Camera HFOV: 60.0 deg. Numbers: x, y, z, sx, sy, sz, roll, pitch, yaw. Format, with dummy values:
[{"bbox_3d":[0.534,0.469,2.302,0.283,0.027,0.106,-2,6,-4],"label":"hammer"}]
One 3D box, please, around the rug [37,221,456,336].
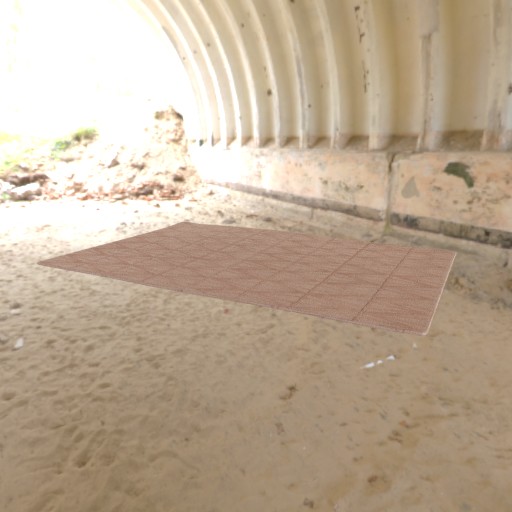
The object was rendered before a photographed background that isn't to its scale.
[{"bbox_3d":[0.000,0.000,2.312,1.837,0.025,1.230,8,16,27],"label":"rug"}]
